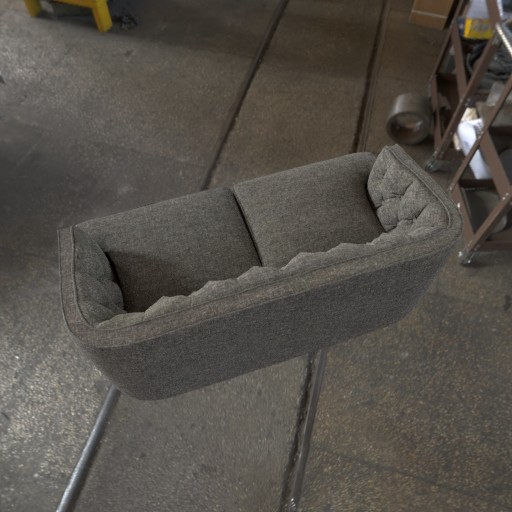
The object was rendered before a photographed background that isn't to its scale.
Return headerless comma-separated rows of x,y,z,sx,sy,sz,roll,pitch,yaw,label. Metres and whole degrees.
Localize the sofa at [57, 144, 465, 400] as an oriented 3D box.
0.000,0.000,2.224,1.733,0.855,0.941,-16,59,-10,sofa
